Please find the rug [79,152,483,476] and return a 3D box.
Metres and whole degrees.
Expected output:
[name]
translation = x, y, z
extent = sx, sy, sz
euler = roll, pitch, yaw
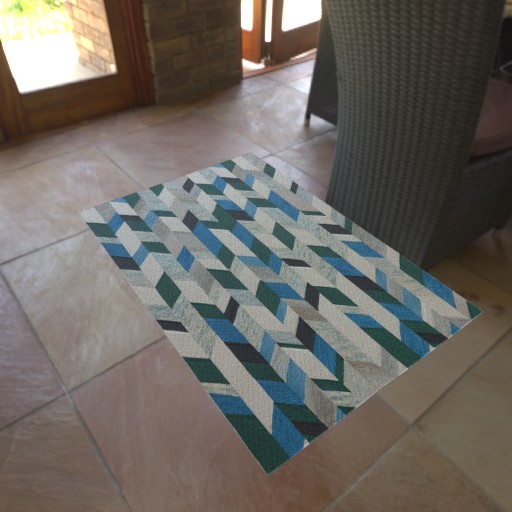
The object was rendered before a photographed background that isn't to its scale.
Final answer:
[rug]
translation = 0.000, 0.000, 2.279
extent = 1.229, 0.005, 1.827
euler = -25, 47, -26
